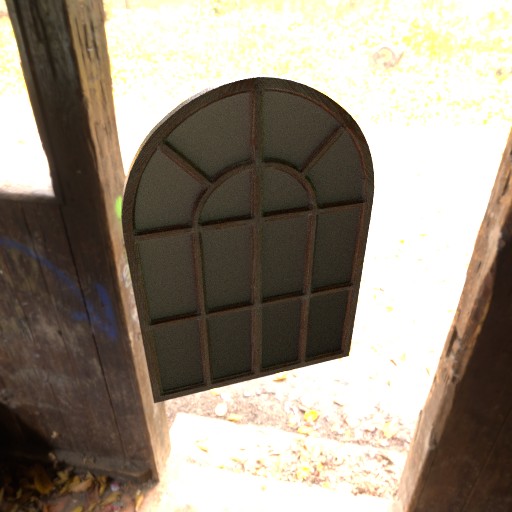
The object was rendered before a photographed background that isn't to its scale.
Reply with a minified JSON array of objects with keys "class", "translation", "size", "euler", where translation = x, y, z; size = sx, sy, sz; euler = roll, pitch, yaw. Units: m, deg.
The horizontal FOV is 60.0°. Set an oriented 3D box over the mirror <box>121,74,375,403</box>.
[{"class":"mirror","translation":[0.000,0.000,1.200],"size":[0.660,0.920,0.032],"euler":[-10,34,-15]}]
